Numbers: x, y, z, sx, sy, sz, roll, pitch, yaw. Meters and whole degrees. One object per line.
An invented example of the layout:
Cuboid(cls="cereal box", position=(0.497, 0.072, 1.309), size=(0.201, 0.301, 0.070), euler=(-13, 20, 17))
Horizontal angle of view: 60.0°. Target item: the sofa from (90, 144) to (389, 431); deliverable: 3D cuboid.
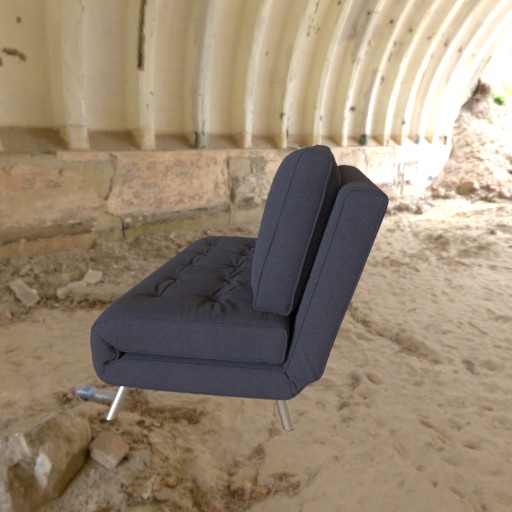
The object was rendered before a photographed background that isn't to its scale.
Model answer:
Cuboid(cls="sofa", position=(0.000, 0.000, 1.883), size=(0.910, 0.910, 1.220), euler=(2, 15, 9))
